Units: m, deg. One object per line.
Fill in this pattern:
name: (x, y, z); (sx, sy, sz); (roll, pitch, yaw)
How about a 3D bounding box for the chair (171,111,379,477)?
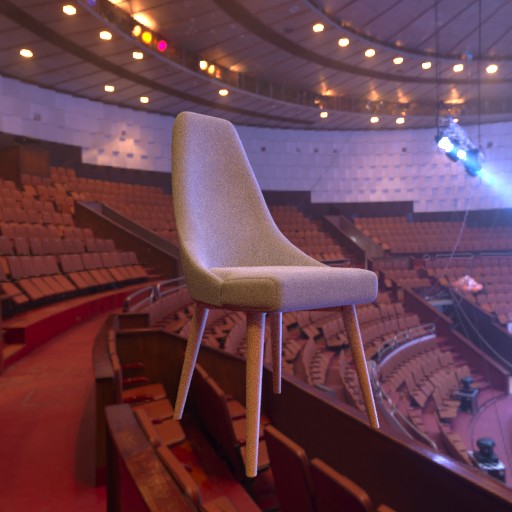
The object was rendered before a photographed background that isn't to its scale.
chair: (0.000, 0.000, 1.412); (0.510, 1.040, 0.660); (-1, 1, -38)
